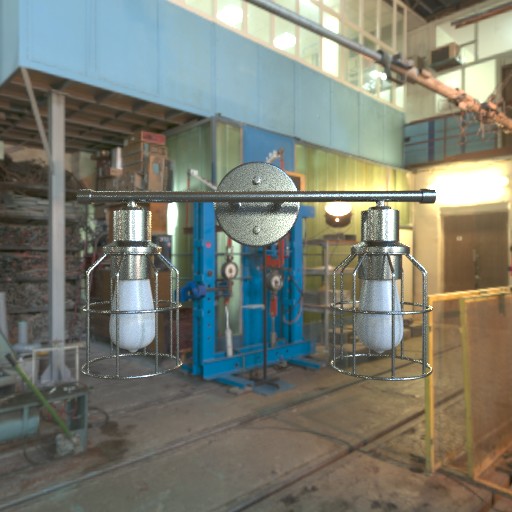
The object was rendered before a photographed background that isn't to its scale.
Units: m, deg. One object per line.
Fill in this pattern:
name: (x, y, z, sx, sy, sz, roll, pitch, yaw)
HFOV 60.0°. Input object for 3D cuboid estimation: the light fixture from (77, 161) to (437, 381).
light fixture: (0.000, 0.000, 0.535, 0.406, 0.254, 0.165, 0, 0, 1)
